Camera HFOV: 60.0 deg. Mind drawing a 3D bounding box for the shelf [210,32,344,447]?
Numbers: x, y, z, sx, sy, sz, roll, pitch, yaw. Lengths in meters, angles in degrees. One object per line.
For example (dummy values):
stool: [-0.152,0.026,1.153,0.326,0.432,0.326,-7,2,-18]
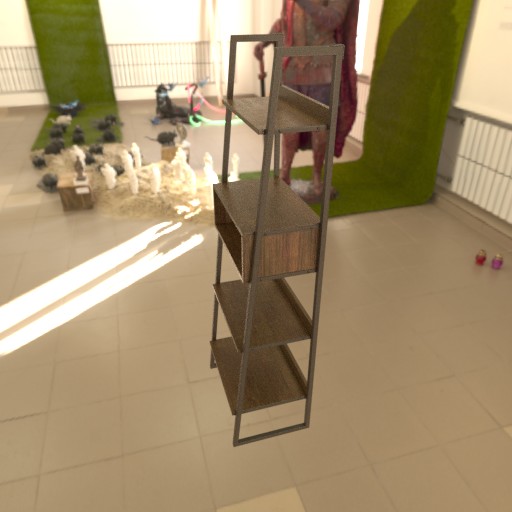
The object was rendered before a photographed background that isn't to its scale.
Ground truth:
shelf: [0.000,0.000,2.269,0.454,2.005,0.652,-9,31,-14]
